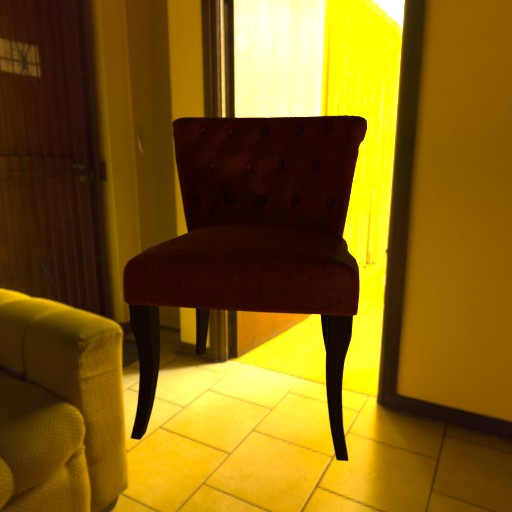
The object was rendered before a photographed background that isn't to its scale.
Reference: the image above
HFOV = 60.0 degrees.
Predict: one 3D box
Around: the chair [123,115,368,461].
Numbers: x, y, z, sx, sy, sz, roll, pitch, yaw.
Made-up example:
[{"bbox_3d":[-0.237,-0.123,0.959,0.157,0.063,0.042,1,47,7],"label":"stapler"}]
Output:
[{"bbox_3d":[0.000,0.000,1.185,0.582,0.750,0.605,2,13,9],"label":"chair"}]
